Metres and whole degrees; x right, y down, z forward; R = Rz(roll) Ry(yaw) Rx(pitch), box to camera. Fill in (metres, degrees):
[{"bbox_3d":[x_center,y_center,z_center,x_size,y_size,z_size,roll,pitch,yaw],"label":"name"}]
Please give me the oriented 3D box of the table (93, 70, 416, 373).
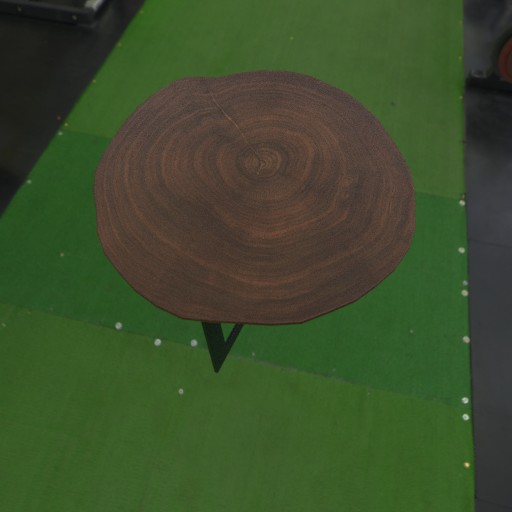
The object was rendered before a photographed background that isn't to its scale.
[{"bbox_3d":[0.000,0.000,0.865,0.477,0.476,0.494,13,60,8],"label":"table"}]
